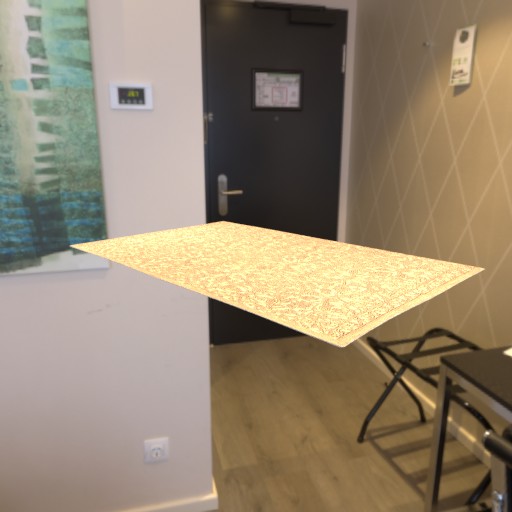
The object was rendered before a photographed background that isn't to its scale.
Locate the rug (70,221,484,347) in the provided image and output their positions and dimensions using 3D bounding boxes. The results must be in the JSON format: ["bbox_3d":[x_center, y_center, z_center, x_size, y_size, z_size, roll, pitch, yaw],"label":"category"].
[{"bbox_3d":[0.000,0.000,3.015,2.435,0.012,1.529,14,20,43],"label":"rug"}]
